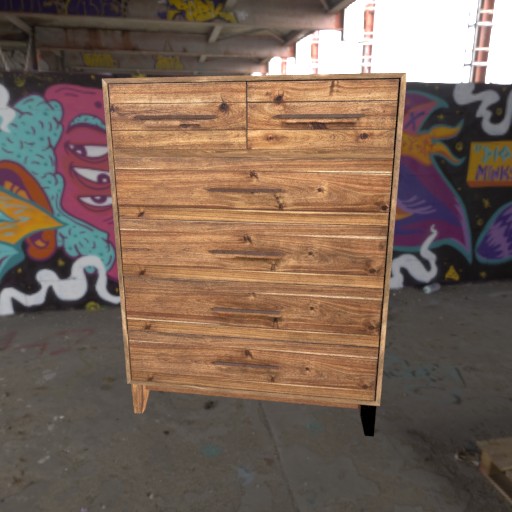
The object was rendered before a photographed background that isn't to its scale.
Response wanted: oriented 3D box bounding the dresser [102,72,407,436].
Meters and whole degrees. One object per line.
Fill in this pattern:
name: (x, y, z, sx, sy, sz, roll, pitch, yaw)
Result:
dresser: (0.000, 0.000, 1.901, 1.062, 1.393, 0.442, 2, 15, 9)
